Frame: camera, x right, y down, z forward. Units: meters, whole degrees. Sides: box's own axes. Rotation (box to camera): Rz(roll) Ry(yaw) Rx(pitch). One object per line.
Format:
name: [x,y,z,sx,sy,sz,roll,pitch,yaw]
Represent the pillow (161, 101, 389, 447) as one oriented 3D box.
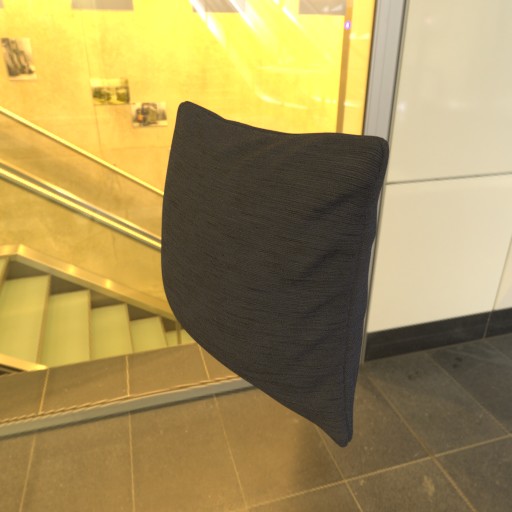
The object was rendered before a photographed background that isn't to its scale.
pillow: [0.000,0.000,0.672,0.246,0.414,0.432,-17,30,-32]
